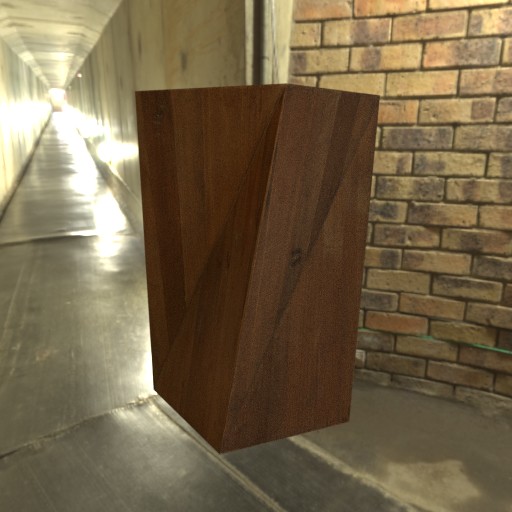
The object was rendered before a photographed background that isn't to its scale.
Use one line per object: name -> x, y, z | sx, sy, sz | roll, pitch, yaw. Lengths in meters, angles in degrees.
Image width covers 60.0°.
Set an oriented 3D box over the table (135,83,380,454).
table -> 0.000, 0.000, 0.888 | 0.441, 0.604, 0.425 | 2, 15, 9
